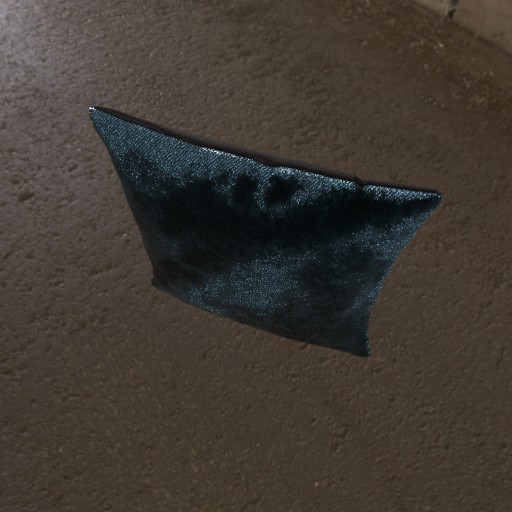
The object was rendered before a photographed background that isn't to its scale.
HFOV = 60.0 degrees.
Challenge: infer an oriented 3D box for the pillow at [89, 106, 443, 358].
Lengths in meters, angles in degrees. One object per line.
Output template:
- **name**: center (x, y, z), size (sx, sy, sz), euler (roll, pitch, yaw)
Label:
- **pillow**: center (0.000, 0.000, 0.661), size (0.436, 0.430, 0.138), euler (17, 58, 11)
